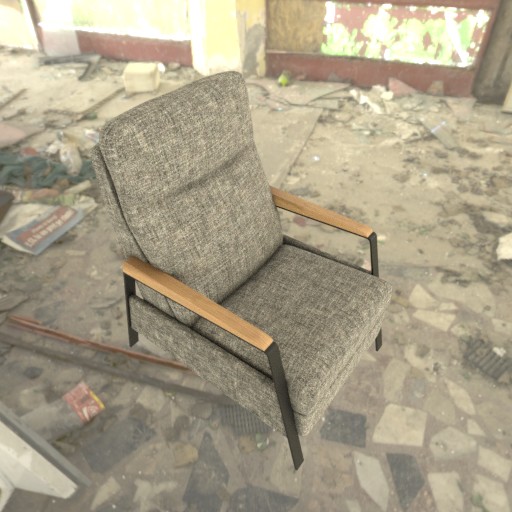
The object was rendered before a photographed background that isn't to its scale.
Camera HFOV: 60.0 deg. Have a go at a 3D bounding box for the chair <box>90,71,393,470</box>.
[{"bbox_3d":[0.000,0.000,1.580,0.868,1.042,0.671,27,48,27],"label":"chair"}]
